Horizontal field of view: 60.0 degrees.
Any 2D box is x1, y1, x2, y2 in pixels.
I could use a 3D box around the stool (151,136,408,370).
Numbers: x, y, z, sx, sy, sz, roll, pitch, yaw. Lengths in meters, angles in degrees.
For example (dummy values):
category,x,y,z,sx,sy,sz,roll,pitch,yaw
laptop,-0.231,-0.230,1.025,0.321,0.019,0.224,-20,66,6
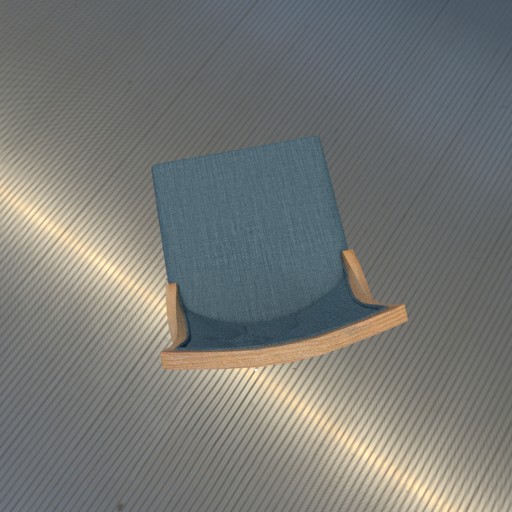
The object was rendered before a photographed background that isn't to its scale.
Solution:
category,x,y,z,sx,sy,sz,roll,pitch,yaw
stool,0.000,0.000,1.286,0.524,0.938,0.626,-11,76,-3
